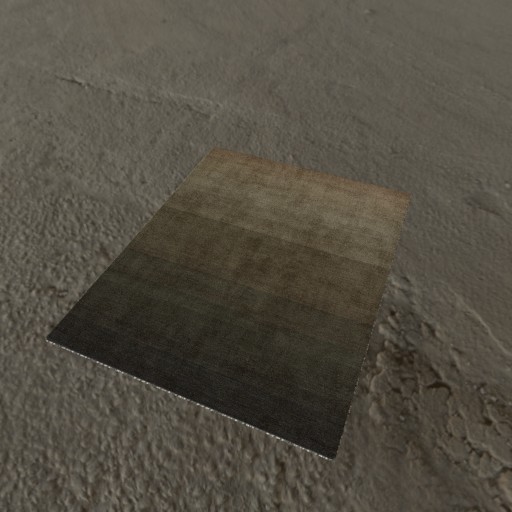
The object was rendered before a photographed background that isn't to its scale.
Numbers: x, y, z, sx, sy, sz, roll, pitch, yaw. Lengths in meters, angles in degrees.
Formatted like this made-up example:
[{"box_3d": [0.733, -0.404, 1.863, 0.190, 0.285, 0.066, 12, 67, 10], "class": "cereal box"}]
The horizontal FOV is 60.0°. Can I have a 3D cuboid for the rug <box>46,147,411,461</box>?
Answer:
[{"box_3d": [0.000, 0.000, 4.005, 2.306, 0.017, 2.902, 17, 49, 16], "class": "rug"}]
